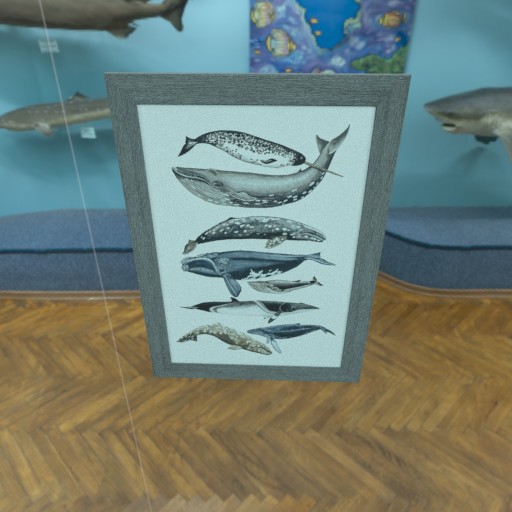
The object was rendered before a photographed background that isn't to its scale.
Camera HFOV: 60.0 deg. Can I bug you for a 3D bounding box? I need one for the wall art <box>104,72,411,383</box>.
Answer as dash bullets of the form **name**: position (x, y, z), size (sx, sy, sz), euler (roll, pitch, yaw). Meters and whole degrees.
- **wall art**: position (0.000, 0.000, 1.390), size (0.768, 1.070, 0.020), euler (1, 31, 2)
